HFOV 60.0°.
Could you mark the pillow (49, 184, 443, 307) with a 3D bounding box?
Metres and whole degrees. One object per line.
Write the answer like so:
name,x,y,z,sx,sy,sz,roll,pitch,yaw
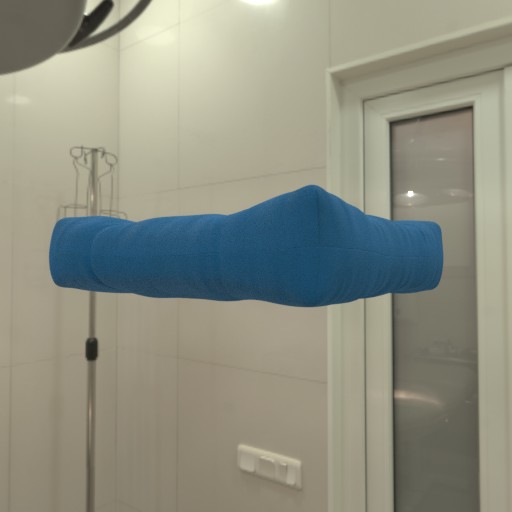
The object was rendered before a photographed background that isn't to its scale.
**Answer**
pillow,0.000,0.000,0.727,0.490,0.128,0.468,-1,-2,36
